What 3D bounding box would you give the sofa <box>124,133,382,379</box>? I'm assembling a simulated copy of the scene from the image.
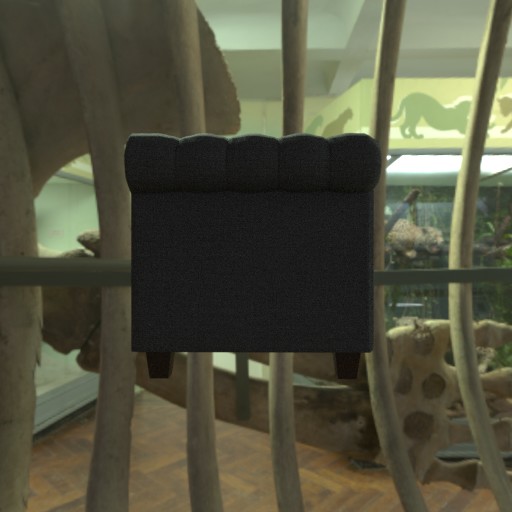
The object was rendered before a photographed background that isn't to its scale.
[{"bbox_3d":[0.000,0.000,2.203,0.783,0.797,1.798,0,0,1],"label":"sofa"}]
